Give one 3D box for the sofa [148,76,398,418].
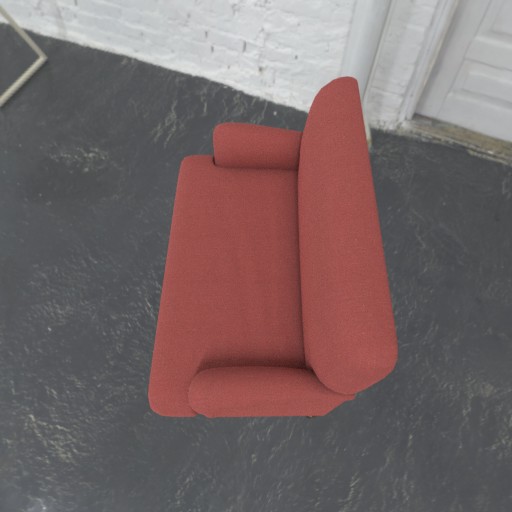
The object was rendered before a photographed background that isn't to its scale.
[{"bbox_3d":[0.000,0.000,1.823,0.779,0.889,1.297,1,59,1],"label":"sofa"}]
